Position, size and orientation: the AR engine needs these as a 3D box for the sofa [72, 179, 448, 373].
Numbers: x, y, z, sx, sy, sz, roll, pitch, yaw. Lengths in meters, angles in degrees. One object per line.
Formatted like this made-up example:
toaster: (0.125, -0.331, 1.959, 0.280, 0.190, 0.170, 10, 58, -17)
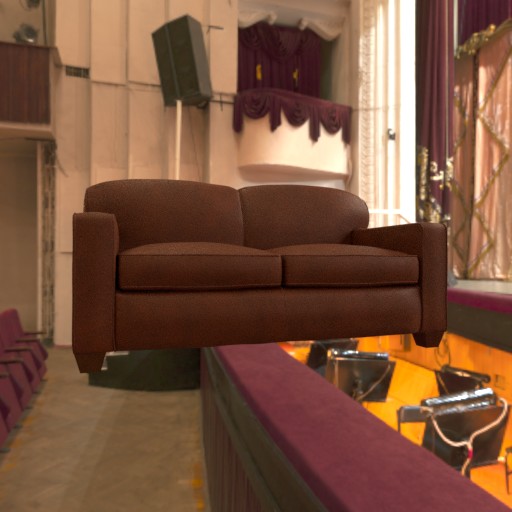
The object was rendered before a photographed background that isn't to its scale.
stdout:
sofa: (0.000, 0.000, 2.483, 1.856, 0.966, 1.000, 0, 0, -18)
